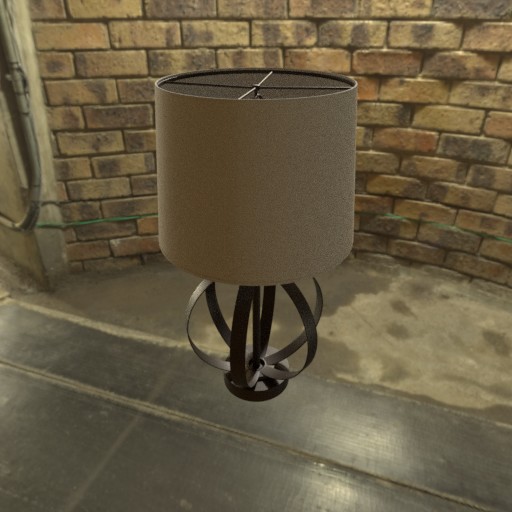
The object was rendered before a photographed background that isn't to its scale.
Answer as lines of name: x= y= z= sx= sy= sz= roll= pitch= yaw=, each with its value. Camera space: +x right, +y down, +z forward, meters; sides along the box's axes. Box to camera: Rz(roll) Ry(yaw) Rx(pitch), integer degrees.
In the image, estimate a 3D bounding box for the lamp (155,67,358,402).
lamp: x=0.000 y=0.000 z=0.686 sx=0.286 sy=0.510 sz=0.286 roll=0 pitch=30 yaw=0
